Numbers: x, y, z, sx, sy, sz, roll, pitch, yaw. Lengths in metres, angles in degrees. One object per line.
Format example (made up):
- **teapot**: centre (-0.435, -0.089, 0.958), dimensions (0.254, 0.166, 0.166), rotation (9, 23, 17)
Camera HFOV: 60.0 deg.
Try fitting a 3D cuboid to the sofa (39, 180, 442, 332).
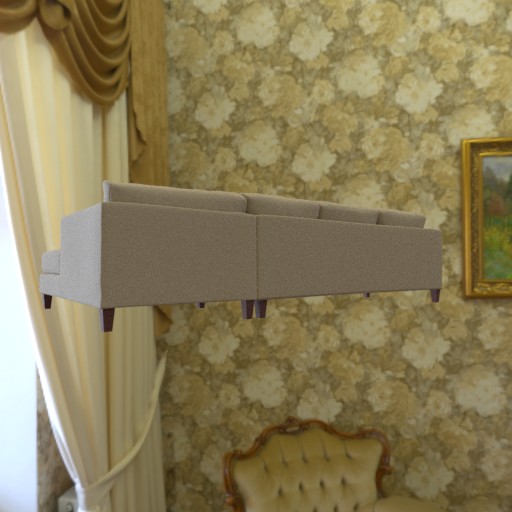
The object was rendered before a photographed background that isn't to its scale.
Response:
- **sofa**: centre (0.000, 0.000, 3.888), dimensions (3.186, 0.861, 1.625), rotation (1, -1, -36)
